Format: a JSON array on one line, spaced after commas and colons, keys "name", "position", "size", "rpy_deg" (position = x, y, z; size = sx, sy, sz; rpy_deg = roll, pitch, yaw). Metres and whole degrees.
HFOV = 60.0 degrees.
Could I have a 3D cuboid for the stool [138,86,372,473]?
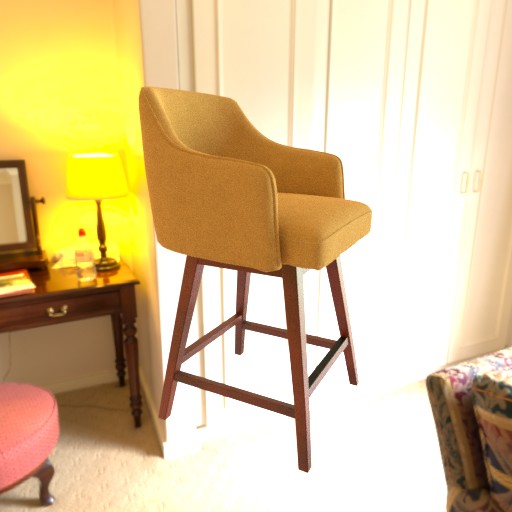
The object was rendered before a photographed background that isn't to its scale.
[{"name": "stool", "position": [0.000, 0.000, 1.280], "size": [0.558, 0.924, 0.548], "rpy_deg": [8, 18, 27]}]
